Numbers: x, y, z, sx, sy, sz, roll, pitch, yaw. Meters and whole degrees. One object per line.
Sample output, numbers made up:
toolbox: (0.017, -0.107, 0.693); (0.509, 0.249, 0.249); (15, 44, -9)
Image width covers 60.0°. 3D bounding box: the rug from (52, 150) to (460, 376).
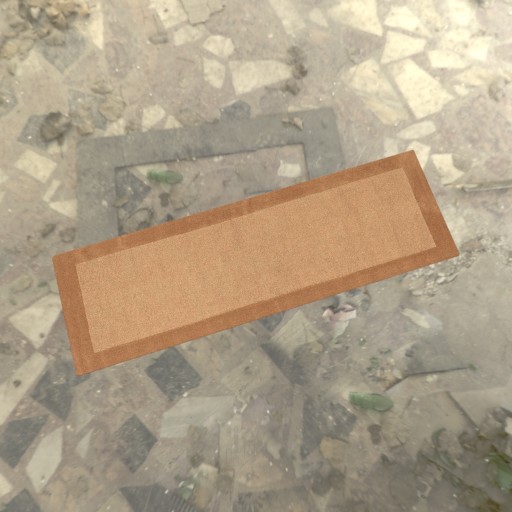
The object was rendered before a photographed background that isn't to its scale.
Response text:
rug: (0.000, 0.000, 2.773); (2.439, 0.017, 0.764); (-17, 76, -4)
